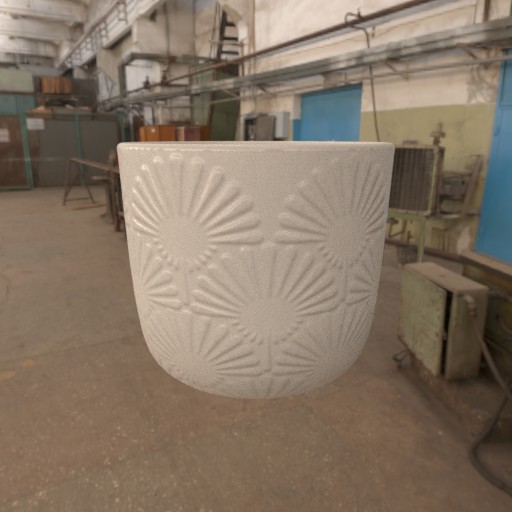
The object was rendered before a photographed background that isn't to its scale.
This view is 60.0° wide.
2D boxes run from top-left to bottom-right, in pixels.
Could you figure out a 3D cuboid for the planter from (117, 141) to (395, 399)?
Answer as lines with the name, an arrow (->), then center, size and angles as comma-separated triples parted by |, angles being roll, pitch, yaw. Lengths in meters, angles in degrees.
planter -> 0.000, 0.000, 0.220 | 0.124, 0.109, 0.124 | 0, 15, 0
